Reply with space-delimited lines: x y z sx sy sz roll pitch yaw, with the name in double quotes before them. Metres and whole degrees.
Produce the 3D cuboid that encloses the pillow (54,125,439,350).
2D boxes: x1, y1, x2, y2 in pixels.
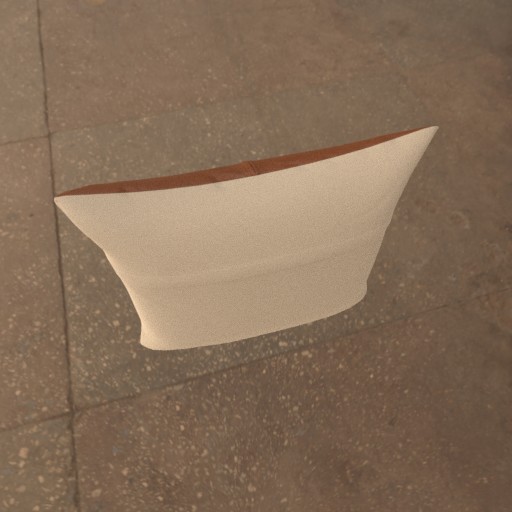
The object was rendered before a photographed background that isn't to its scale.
"pillow" 0.000 0.000 0.761 0.501 0.477 0.192 -12 58 -8
